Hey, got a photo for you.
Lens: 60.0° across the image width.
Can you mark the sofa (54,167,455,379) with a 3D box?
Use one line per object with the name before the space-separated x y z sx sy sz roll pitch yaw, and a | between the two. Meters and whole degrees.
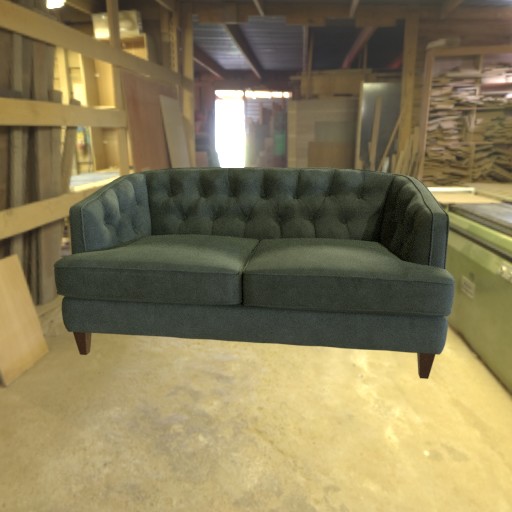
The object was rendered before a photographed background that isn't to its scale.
sofa | 0.000 0.000 2.281 1.733 0.855 0.941 2 15 8
